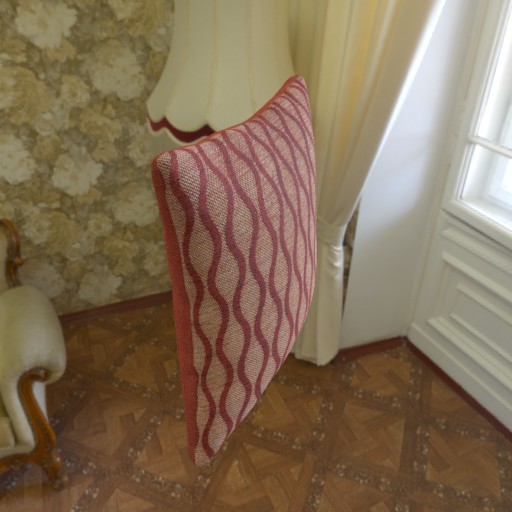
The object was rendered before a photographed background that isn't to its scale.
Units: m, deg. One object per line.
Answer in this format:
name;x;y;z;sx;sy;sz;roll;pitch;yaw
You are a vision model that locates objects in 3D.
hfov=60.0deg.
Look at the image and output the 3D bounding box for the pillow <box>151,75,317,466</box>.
pillow;0.000;0.000;0.645;0.159;0.434;0.429;10;33;17
